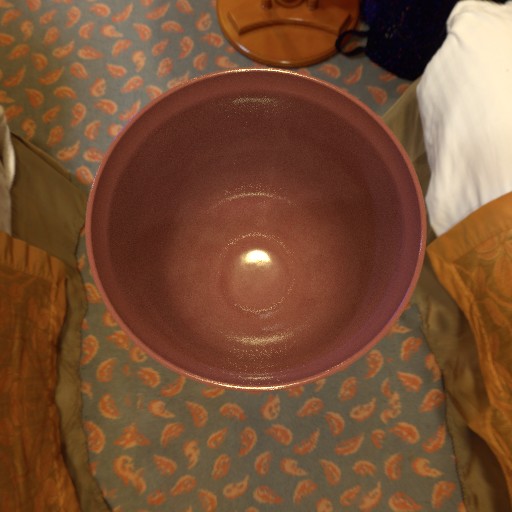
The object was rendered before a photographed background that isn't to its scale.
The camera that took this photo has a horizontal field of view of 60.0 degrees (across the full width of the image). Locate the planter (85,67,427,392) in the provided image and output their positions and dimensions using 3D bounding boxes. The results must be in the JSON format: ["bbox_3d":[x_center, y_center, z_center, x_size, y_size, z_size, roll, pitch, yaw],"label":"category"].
[{"bbox_3d":[0.000,0.000,0.475,0.266,0.270,0.266,0,76,0],"label":"planter"}]
